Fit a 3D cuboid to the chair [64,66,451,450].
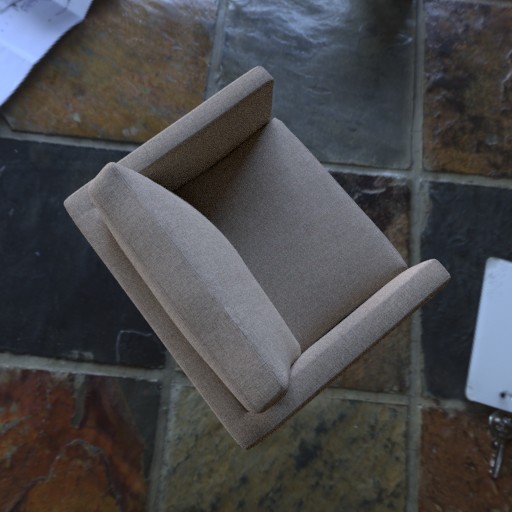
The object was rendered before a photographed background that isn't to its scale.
[{"bbox_3d":[0.000,0.000,1.843,0.959,0.987,1.107,-38,80,-8],"label":"chair"}]
